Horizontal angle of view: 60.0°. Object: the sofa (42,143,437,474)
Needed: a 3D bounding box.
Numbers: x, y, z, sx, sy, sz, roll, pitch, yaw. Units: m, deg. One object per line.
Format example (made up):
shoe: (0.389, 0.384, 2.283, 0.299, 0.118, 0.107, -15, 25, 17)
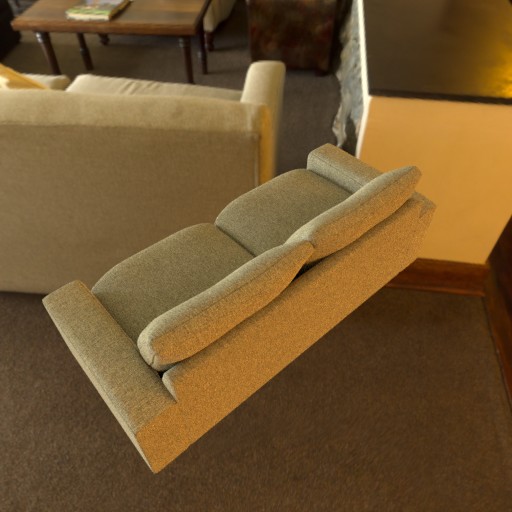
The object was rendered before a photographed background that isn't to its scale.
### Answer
sofa: (0.000, 0.000, 2.752, 2.299, 0.922, 1.040, -33, 55, -27)
